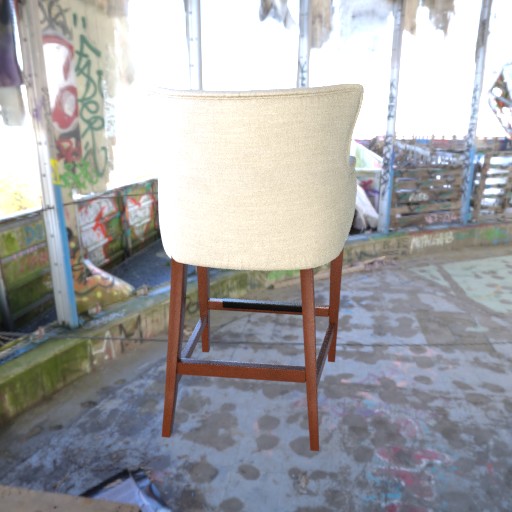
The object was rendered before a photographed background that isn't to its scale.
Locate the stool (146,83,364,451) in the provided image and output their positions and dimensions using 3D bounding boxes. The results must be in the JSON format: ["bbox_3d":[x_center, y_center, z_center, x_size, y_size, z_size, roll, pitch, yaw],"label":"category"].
[{"bbox_3d":[0.000,0.000,1.396,0.615,0.987,0.637,2,16,9],"label":"stool"}]
